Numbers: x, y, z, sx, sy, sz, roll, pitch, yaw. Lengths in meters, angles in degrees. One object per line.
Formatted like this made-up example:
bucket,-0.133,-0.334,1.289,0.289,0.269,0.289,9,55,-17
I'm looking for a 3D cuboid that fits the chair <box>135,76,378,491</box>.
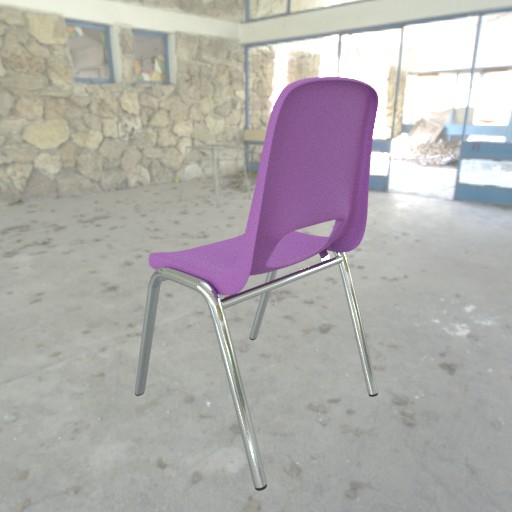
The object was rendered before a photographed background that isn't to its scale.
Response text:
chair,0.000,0.000,0.678,0.301,0.493,0.291,16,24,42
